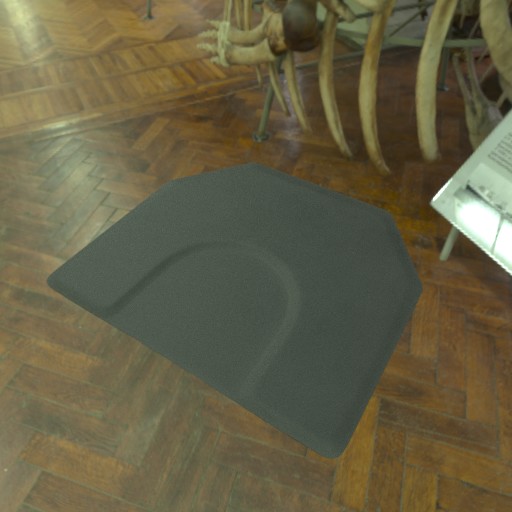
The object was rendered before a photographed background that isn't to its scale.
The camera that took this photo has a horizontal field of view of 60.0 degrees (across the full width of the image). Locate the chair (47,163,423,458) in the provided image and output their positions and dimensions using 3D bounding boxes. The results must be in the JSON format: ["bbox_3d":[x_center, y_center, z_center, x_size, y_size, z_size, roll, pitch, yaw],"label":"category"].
[{"bbox_3d":[0.000,0.000,1.961,1.372,0.024,1.219,25,51,22],"label":"chair"}]
